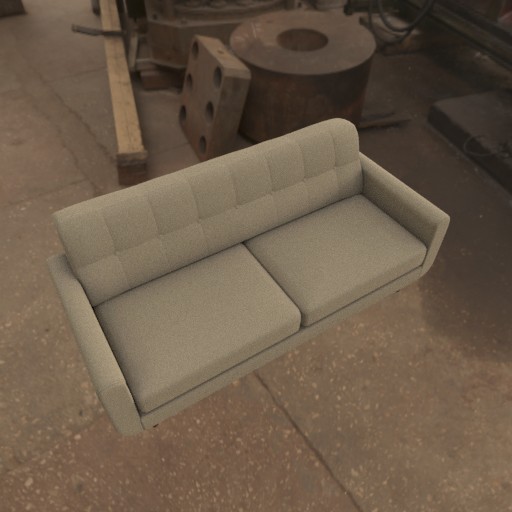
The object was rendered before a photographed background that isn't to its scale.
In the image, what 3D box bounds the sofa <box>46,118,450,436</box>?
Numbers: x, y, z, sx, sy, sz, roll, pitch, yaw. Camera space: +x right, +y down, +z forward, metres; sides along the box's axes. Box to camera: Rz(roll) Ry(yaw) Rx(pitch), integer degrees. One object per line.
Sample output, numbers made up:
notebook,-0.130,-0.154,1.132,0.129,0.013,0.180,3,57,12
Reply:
sofa,0.000,0.000,2.617,2.137,0.892,0.980,-24,50,-22
